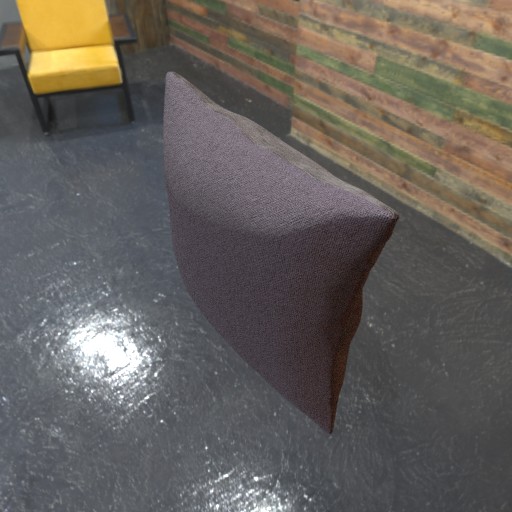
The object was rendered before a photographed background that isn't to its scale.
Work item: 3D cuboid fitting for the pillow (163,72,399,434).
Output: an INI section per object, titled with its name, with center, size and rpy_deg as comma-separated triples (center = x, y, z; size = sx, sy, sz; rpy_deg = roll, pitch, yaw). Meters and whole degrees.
[pillow]
center = 0.000, 0.000, 0.682
size = 0.204, 0.439, 0.452
rpy_deg = -25, 48, -25
